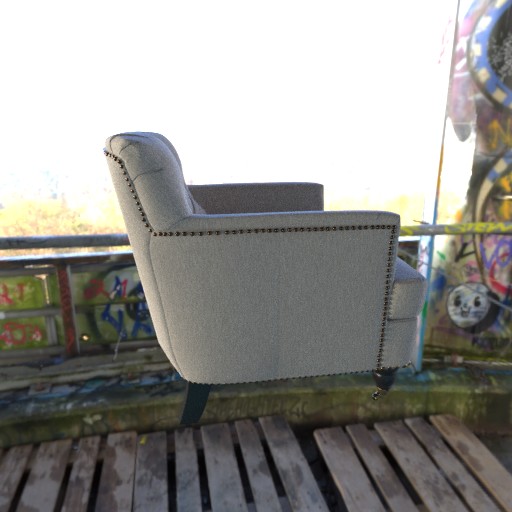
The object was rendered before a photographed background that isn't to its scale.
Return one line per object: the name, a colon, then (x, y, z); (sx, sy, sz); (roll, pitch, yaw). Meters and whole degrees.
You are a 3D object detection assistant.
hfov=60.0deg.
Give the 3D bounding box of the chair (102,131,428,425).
chair: (0.000, 0.000, 1.516); (0.902, 0.823, 0.737); (-3, 16, -9)
